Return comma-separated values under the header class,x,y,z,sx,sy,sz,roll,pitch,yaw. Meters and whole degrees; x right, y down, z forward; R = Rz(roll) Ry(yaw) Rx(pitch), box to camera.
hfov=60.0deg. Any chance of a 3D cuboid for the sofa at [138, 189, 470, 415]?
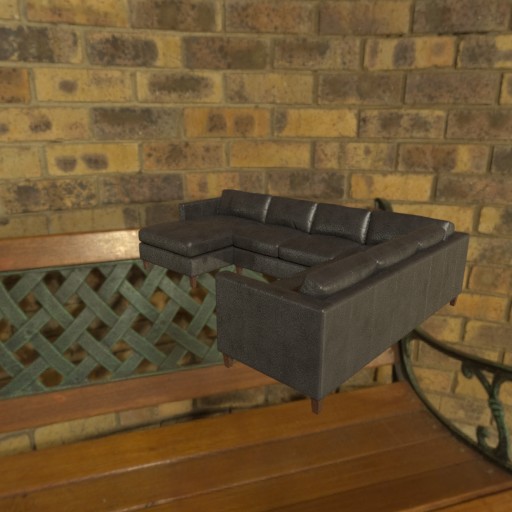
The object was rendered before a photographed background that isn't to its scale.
class,x,y,z,sx,sy,sz,roll,pitch,yaw
sofa,0.000,0.000,4.538,3.324,0.891,2.452,15,23,41
